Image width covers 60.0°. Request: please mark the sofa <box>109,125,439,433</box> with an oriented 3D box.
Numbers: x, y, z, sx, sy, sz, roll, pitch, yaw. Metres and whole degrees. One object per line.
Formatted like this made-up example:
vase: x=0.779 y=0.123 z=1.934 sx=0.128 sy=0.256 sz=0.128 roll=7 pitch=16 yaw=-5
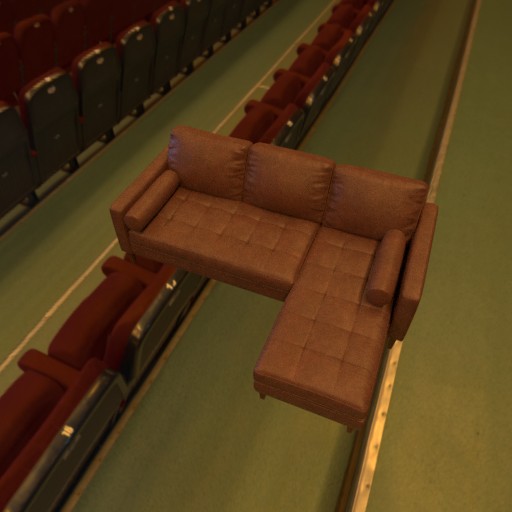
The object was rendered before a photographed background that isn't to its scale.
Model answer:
sofa: x=0.000 y=0.000 z=3.039 sx=2.185 sy=0.841 sz=1.613 roll=17 pitch=50 yaw=15
